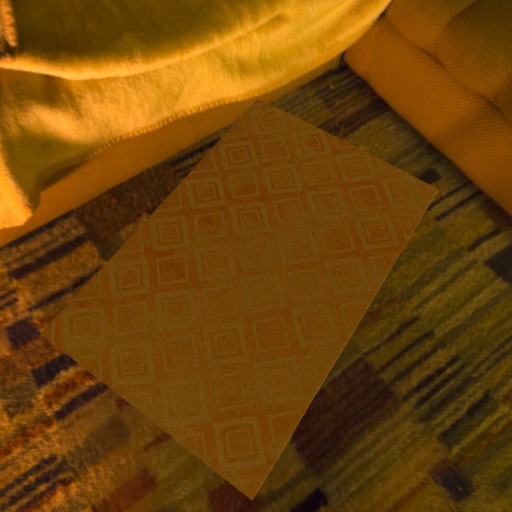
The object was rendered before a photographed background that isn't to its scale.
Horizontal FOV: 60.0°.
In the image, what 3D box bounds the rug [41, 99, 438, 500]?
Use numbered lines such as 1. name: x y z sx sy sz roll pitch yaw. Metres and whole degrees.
1. rug: 0.000 0.000 2.270 1.213 0.010 1.829 31 68 15
